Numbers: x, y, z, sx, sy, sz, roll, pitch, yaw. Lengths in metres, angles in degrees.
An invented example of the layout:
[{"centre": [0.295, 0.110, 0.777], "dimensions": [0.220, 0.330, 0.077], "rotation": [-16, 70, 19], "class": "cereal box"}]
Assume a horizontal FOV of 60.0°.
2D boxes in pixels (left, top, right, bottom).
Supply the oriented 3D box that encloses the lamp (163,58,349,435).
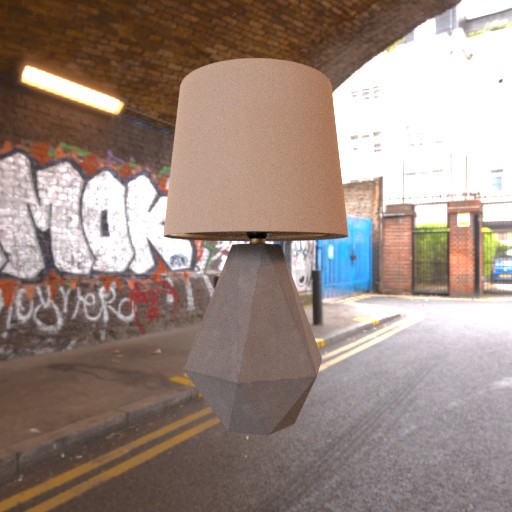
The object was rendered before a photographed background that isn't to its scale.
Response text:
[{"centre": [0.000, 0.000, 0.675], "dimensions": [0.276, 0.501, 0.276], "rotation": [0, -1, 0], "class": "lamp"}]
